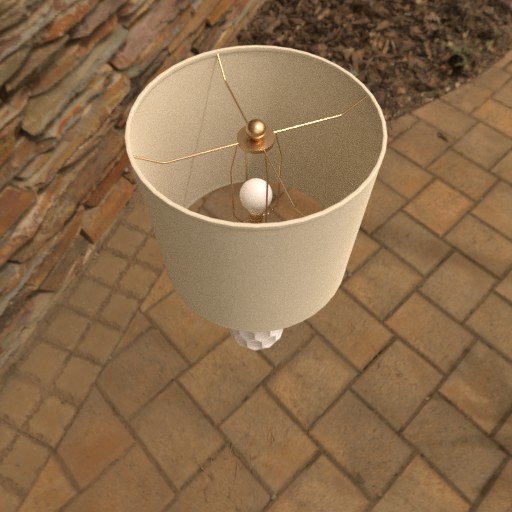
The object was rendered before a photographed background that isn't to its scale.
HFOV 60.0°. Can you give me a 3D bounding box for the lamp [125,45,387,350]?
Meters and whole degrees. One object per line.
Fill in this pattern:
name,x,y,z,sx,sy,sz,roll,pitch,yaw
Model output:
lamp,0.000,0.000,0.699,0.277,0.537,0.277,15,59,9
